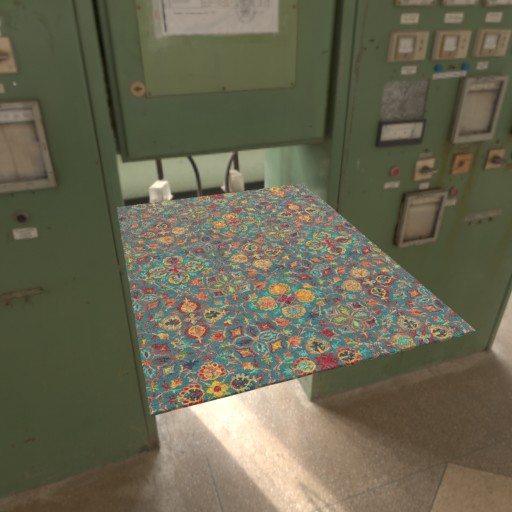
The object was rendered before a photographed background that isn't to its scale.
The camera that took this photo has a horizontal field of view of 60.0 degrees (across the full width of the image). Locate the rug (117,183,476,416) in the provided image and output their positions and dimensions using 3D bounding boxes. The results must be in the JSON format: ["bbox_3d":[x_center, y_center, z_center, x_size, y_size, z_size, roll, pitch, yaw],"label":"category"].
[{"bbox_3d":[0.000,0.000,4.317,2.434,0.025,3.204,-10,32,-16],"label":"rug"}]
